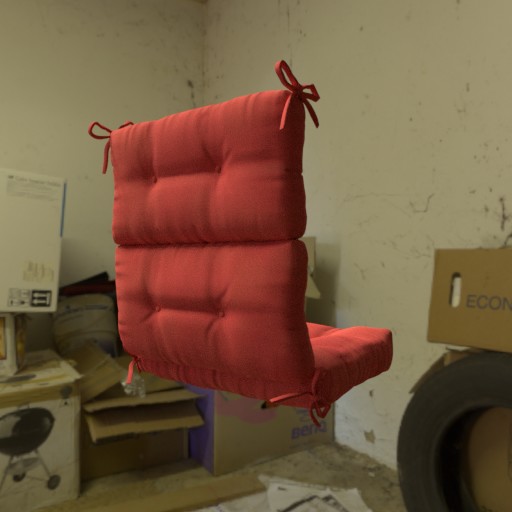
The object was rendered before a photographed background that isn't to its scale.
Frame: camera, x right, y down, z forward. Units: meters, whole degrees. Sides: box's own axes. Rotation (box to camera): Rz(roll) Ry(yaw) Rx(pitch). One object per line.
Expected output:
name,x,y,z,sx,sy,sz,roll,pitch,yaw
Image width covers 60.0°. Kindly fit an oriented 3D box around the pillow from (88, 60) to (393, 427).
pillow,0.000,0.000,1.035,0.519,0.605,0.571,0,-1,34
